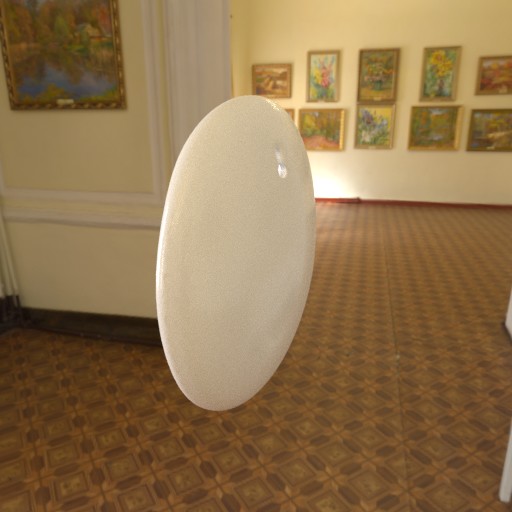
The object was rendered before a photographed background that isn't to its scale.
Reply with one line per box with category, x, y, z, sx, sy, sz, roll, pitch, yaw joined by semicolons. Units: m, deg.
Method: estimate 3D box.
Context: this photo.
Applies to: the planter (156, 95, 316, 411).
planter;0.000;0.000;0.275;0.043;0.188;0.185;8;19;26
